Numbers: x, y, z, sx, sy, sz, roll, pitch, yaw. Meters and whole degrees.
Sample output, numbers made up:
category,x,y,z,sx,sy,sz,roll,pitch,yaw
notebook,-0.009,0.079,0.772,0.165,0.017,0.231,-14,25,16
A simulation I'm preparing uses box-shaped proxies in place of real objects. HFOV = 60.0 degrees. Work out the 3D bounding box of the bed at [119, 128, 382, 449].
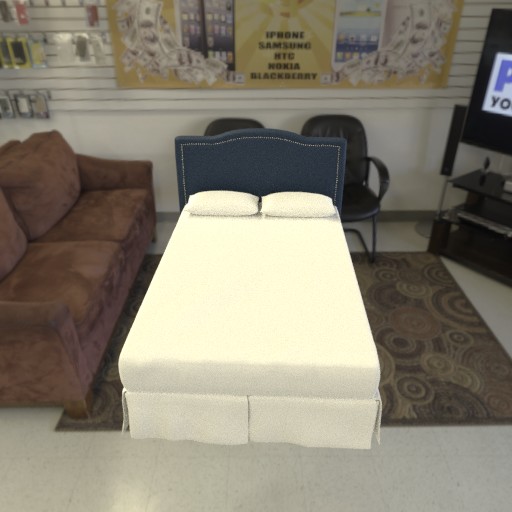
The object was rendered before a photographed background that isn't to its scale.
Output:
category,x,y,z,sx,sy,sz,roll,pitch,yaw
bed,0.000,0.000,3.616,1.741,1.441,2.507,1,31,2
